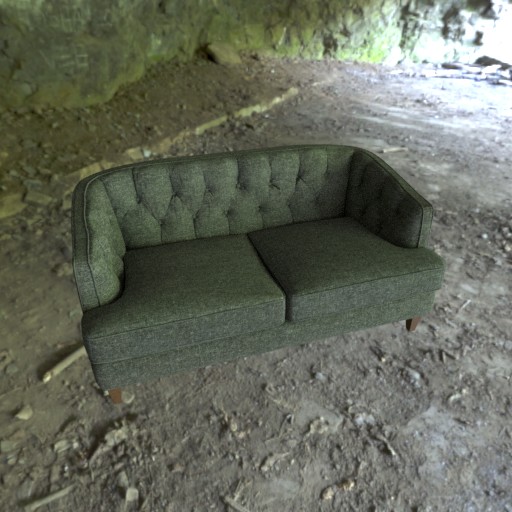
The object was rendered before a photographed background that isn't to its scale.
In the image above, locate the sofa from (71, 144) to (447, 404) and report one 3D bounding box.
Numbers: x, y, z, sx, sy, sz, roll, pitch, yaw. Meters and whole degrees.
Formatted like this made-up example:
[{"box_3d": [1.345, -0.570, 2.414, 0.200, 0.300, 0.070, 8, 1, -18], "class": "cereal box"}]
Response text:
[{"box_3d": [0.000, 0.000, 2.327, 1.733, 0.855, 0.941, -10, 32, -16], "class": "sofa"}]
